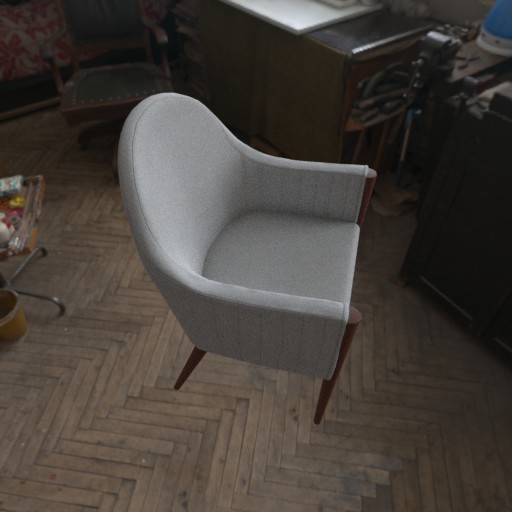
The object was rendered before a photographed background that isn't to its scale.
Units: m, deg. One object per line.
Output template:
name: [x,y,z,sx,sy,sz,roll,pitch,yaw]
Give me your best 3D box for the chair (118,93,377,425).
chair: [0.000,0.000,1.339,0.620,0.889,0.610,11,48,10]
